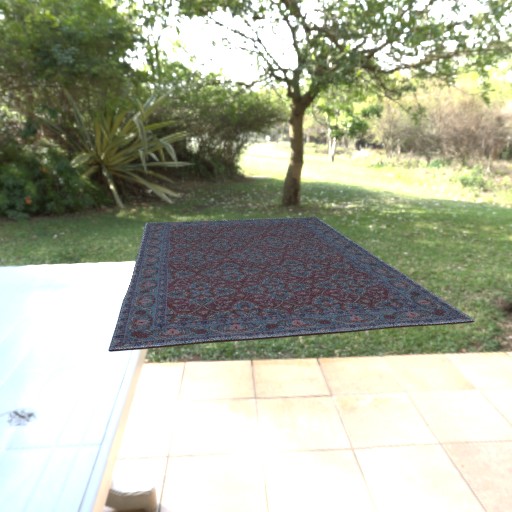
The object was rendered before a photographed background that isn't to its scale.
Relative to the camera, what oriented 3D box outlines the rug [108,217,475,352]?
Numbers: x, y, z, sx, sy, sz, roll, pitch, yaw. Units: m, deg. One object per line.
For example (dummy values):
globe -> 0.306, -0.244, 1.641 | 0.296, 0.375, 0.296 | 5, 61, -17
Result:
rug -> 0.000, 0.000, 2.285 | 1.219, 0.009, 1.829 | -3, 17, -9
